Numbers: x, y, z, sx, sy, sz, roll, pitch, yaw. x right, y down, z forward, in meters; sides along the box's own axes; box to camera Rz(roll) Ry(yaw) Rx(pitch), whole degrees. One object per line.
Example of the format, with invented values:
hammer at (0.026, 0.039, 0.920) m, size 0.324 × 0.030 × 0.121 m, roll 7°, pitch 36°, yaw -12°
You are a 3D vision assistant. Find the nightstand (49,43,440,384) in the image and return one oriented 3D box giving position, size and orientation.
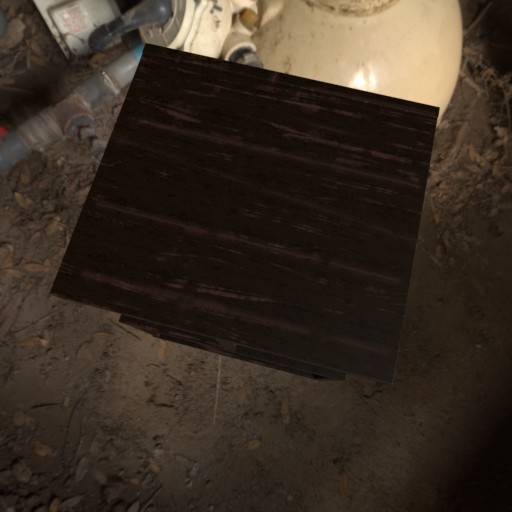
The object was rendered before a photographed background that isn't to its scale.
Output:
nightstand at (0.000, 0.000, 0.809) m, size 0.400 × 0.559 × 0.356 m, roll 14°, pitch 75°, yaw 4°
